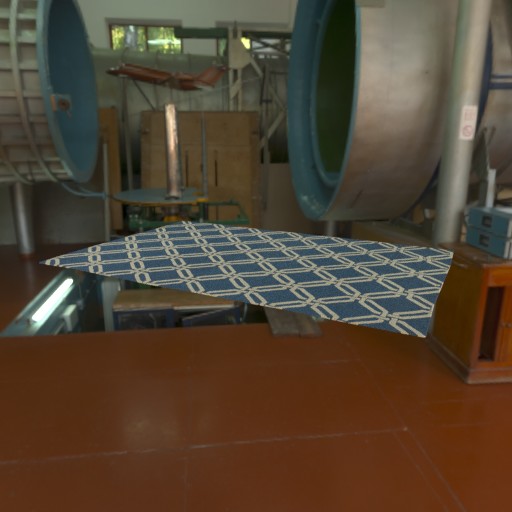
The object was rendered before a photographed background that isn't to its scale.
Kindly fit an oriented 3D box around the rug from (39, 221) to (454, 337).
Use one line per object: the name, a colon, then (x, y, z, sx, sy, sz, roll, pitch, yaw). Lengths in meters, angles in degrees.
rug: (0.000, 0.000, 2.216, 1.755, 0.010, 1.153, 8, 17, 26)
